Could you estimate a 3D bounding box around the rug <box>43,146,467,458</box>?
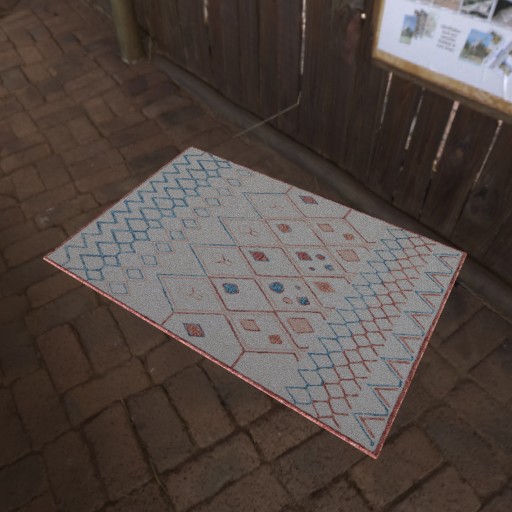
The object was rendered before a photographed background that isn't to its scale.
[{"bbox_3d":[0.000,0.000,2.297,1.829,0.016,1.219,25,52,22],"label":"rug"}]
